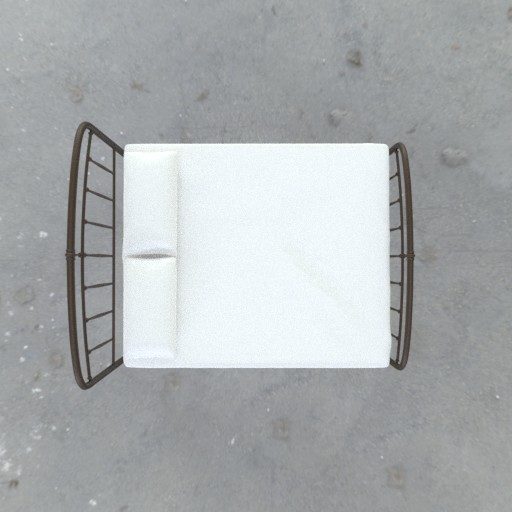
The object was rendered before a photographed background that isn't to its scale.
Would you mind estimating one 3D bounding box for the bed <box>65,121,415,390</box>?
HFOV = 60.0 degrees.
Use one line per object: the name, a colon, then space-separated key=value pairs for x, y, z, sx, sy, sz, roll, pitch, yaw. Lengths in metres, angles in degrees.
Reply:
bed: x=0.000 y=0.000 z=3.219 sx=2.180 sy=1.425 sz=1.711 roll=0 pitch=89 yaw=0
